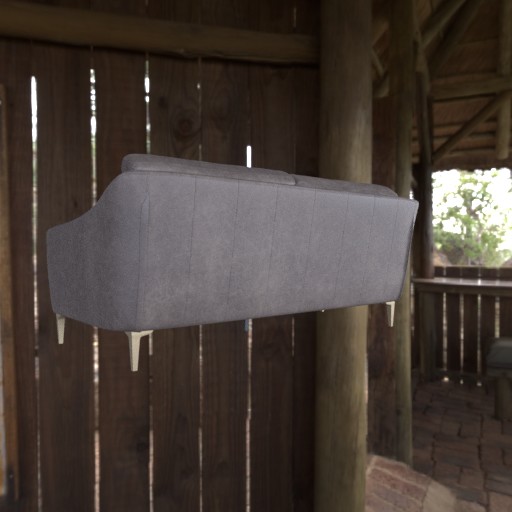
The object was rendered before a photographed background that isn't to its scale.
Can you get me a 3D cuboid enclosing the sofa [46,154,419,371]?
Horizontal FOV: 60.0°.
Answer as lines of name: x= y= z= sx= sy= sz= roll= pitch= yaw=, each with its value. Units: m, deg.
sofa: x=0.000 y=0.000 z=2.537 sx=2.036 sy=0.902 sz=0.960 roll=-1 pitch=1 yaw=-37
